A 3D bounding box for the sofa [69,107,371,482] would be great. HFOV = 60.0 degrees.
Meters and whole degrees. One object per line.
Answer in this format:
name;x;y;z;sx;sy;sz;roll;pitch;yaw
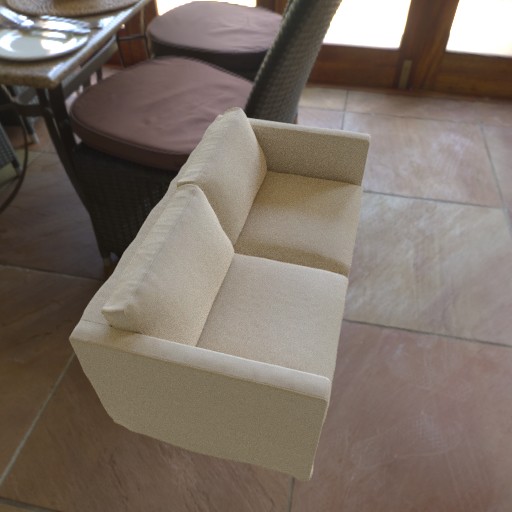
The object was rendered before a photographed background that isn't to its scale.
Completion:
sofa;0.000;0.000;2.277;0.962;0.834;1.746;11;46;10
